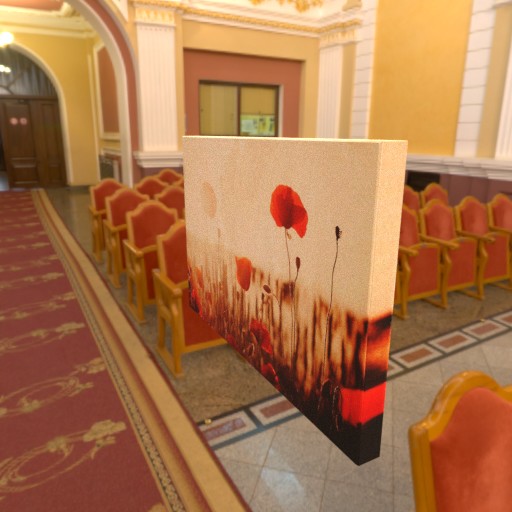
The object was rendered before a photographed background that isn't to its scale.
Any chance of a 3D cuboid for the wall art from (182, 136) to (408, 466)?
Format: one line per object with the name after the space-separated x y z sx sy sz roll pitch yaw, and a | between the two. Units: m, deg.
0.000 0.000 0.778 0.040 0.402 0.613 -8 18 -27 | wall art
